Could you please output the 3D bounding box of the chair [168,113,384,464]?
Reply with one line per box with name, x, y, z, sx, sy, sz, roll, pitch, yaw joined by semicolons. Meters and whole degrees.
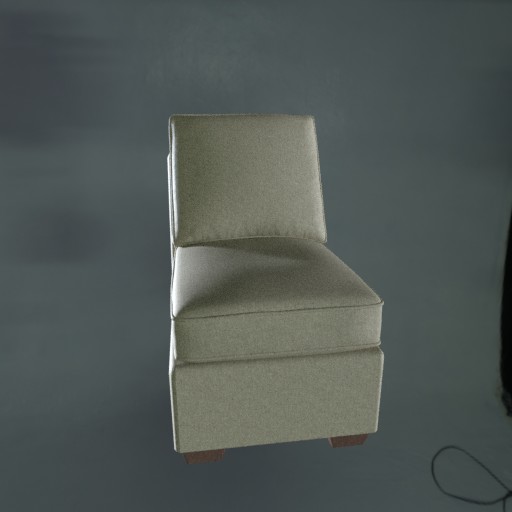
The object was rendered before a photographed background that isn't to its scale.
chair;0.000;0.000;1.706;0.674;1.058;1.020;-2;17;-8
